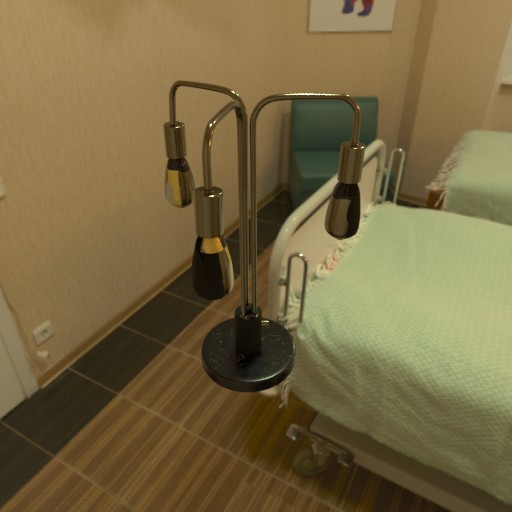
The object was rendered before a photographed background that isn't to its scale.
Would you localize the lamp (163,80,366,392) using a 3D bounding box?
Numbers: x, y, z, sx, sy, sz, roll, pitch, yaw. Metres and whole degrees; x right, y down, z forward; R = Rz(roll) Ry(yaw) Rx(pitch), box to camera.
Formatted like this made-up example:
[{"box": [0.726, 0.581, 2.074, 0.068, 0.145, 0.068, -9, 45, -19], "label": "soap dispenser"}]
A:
[{"box": [0.000, 0.000, 0.806, 0.368, 0.560, 0.355, 0, 33, 0], "label": "lamp"}]
